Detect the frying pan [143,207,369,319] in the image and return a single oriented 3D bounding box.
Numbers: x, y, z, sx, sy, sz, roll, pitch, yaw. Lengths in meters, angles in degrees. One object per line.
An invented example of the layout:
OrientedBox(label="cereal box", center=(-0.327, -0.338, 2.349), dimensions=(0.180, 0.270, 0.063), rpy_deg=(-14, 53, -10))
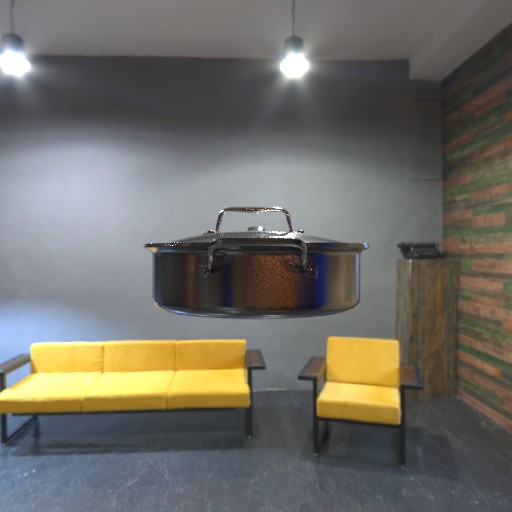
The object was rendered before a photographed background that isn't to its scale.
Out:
OrientedBox(label="frying pan", center=(0.000, 0.000, 0.585), dimensions=(0.245, 0.111, 0.492), rpy_deg=(0, 0, 0))
